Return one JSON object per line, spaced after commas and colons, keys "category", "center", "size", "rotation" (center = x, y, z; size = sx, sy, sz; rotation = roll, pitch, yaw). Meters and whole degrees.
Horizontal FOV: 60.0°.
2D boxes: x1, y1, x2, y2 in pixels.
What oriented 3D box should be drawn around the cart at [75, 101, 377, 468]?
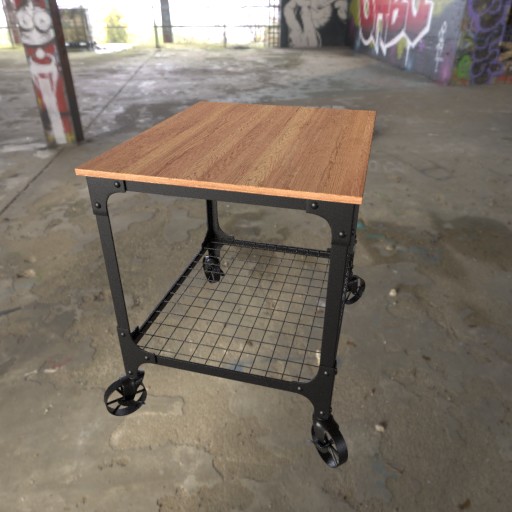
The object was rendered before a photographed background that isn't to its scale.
{"category": "cart", "center": [0.000, 0.000, 1.099], "size": [0.558, 0.603, 0.666], "rotation": [8, 31, 13]}
